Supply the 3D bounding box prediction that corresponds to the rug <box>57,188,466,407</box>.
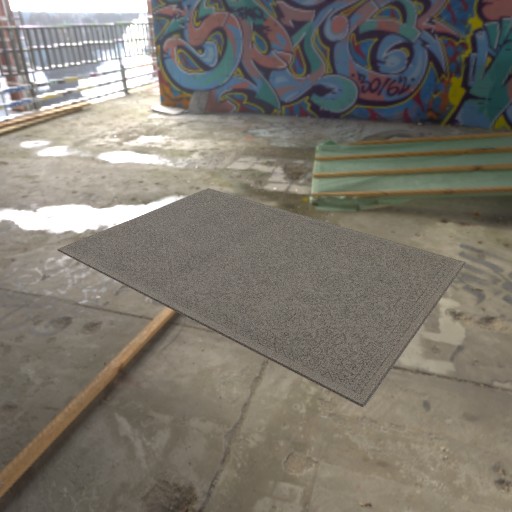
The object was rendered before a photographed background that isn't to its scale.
[{"bbox_3d":[0.000,0.000,2.374,1.829,0.010,1.219,20,35,32],"label":"rug"}]
